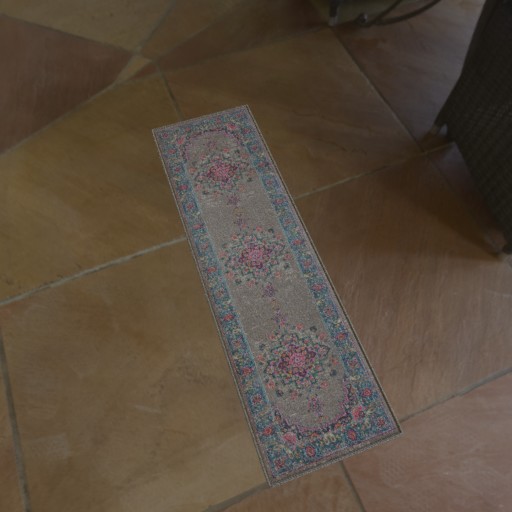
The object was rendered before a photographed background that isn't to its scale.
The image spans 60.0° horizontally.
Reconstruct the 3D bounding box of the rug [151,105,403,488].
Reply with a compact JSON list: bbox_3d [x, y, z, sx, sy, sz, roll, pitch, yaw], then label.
[{"bbox_3d":[0.000,0.000,2.046,0.553,0.012,1.827,-18,64,-9],"label":"rug"}]
